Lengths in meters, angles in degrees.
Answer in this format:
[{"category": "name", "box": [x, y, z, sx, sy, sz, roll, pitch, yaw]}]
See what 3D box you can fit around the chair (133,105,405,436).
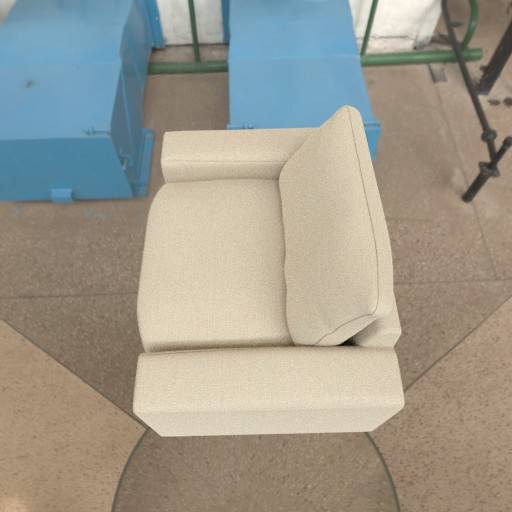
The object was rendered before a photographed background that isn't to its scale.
[{"category": "chair", "box": [0.000, 0.000, 2.015, 1.039, 0.915, 1.398, -1, 60, -1]}]
